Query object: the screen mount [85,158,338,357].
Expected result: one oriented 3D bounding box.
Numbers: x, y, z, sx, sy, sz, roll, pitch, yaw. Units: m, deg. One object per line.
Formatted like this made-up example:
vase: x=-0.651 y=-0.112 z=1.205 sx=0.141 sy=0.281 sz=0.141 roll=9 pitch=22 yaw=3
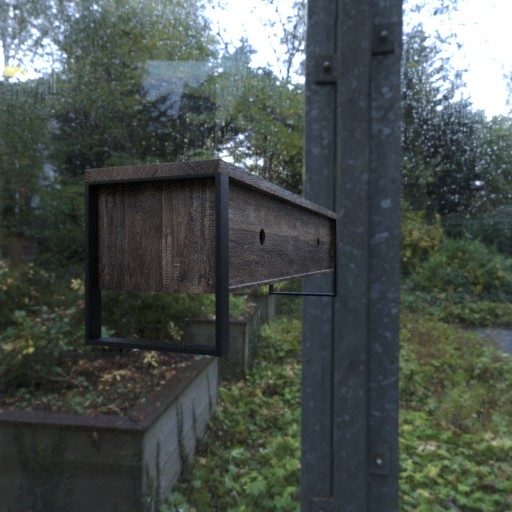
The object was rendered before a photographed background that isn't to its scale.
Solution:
screen mount: x=0.000 y=0.000 z=1.787 sx=0.395 sy=0.450 sz=1.524 roll=0 pitch=0 yaw=20
